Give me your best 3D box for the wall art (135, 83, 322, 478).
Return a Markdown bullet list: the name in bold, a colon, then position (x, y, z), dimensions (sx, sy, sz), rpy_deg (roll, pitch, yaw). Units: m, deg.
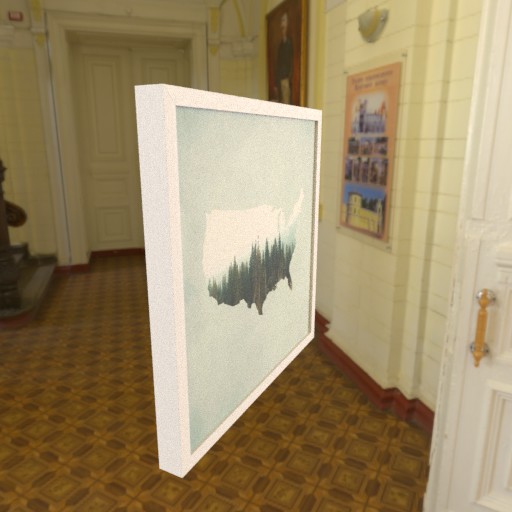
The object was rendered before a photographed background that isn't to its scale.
- **wall art**: position (0.000, 0.000, 0.771), dimensions (0.040, 0.509, 0.509), rpy_deg (8, 16, 27)
